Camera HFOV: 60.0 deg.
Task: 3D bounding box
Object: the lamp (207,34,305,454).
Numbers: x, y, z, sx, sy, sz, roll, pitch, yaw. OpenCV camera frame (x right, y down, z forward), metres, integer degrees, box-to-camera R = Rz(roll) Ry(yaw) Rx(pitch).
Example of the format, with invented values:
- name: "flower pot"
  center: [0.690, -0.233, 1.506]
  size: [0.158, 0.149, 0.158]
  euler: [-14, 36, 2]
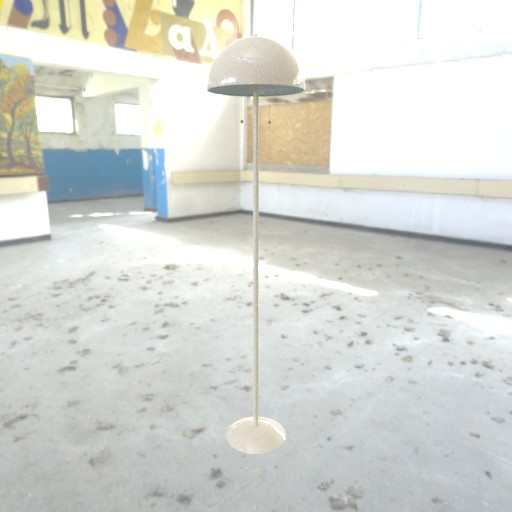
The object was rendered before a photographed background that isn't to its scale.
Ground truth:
- name: "lamp"
  center: [0.000, 0.000, 1.612]
  size: [0.328, 1.480, 0.328]
  euler: [13, 19, 42]
